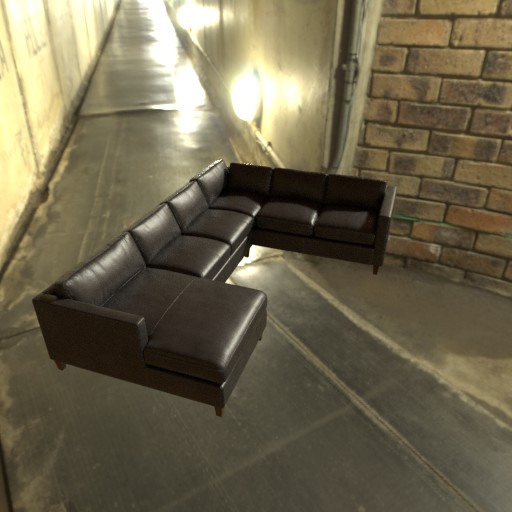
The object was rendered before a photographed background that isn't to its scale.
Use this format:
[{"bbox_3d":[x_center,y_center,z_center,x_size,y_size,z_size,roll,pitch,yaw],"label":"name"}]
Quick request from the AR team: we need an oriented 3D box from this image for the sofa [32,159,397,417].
[{"bbox_3d":[0.000,0.000,4.493,2.452,0.891,3.324,10,32,17],"label":"sofa"}]
